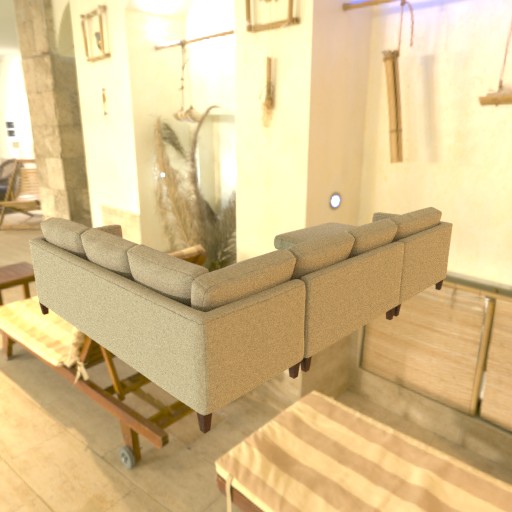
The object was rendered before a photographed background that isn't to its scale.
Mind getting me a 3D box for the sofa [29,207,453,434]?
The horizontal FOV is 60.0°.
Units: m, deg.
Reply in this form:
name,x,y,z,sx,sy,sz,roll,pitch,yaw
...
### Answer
name,x,y,z,sx,sy,sz,roll,pitch,yaw
sofa,0.000,0.000,4.478,2.593,0.959,3.460,16,23,42
